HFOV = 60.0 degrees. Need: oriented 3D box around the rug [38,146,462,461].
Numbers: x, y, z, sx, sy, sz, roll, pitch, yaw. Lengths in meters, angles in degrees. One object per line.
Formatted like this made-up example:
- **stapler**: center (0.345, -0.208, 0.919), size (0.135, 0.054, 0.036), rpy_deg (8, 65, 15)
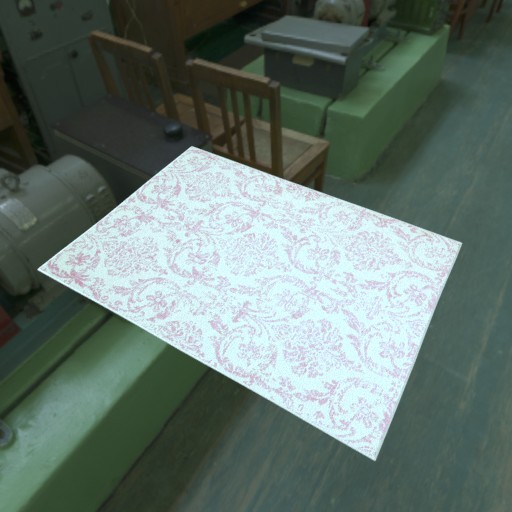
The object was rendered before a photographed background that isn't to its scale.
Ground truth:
- **rug**: center (0.000, 0.000, 2.826), size (2.202, 0.014, 1.598), rpy_deg (24, 51, 21)
